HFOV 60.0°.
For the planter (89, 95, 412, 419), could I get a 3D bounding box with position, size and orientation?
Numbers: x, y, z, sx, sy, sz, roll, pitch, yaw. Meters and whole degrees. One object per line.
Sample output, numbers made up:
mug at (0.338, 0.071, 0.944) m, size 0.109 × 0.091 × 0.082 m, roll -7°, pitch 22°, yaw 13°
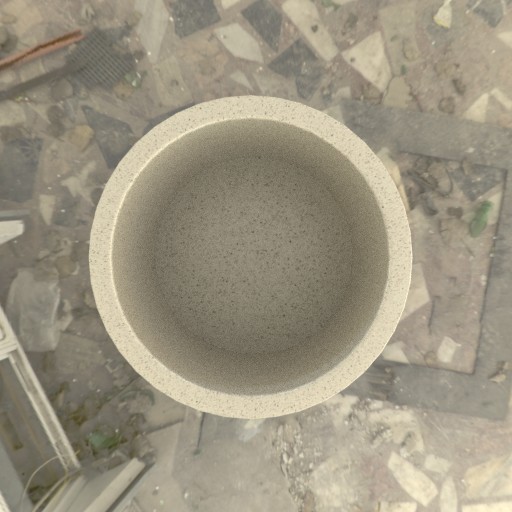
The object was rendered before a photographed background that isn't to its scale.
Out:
planter at (0.000, 0.000, 0.724) m, size 0.368 × 0.484 × 0.359 m, roll 0°, pitch 90°, yaw 0°
